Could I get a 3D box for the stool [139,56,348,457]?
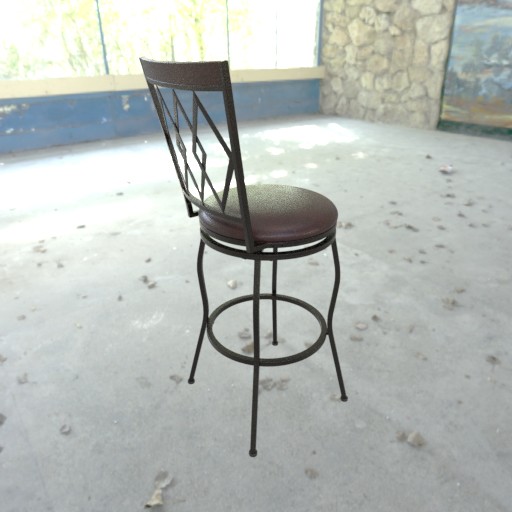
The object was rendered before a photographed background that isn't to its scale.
[{"bbox_3d":[0.000,0.000,1.380,0.521,1.134,0.432,-17,31,-32],"label":"stool"}]
